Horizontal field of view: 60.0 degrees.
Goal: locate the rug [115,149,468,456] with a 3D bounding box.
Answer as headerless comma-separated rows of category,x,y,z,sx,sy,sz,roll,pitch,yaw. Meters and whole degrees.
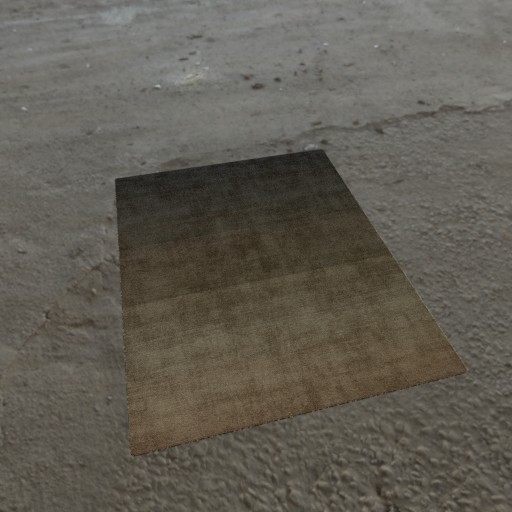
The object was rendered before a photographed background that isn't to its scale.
rug,0.000,0.000,3.842,2.306,0.017,2.902,-10,47,-10
